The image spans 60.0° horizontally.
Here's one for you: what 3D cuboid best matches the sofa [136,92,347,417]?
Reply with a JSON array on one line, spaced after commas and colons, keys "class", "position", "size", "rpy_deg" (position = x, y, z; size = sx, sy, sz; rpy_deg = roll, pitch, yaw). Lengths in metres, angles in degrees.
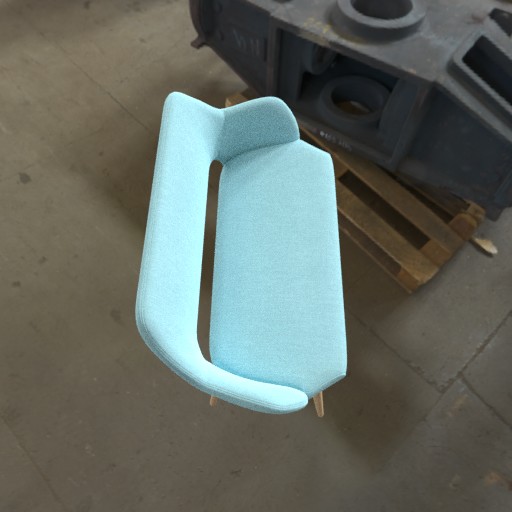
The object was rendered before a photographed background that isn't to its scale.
[{"class": "sofa", "position": [0.000, 0.000, 1.646], "size": [0.610, 0.840, 1.150], "rpy_deg": [1, 65, 0]}]
